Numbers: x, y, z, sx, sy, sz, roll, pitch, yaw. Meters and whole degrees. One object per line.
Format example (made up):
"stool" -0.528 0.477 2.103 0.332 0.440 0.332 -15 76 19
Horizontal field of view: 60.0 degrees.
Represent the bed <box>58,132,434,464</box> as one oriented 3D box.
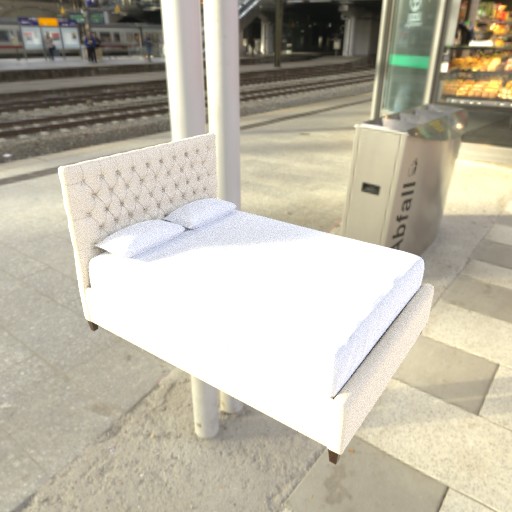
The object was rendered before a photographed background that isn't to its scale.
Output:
"bed" 0.000 0.000 3.490 2.387 1.427 1.698 17 31 32
